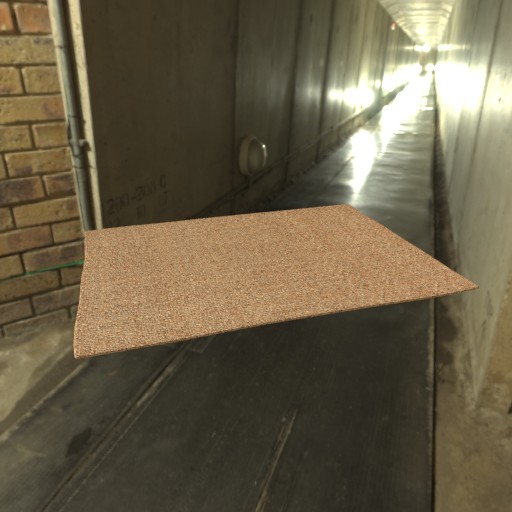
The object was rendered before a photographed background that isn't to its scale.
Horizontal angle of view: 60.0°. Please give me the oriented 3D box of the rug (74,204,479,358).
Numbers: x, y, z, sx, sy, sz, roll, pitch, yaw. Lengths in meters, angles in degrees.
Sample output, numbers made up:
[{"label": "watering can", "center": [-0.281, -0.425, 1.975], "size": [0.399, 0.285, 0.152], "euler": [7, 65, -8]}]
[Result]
[{"label": "rug", "center": [0.000, 0.000, 2.853], "size": [2.141, 0.013, 1.566], "euler": [-8, 26, -16]}]
